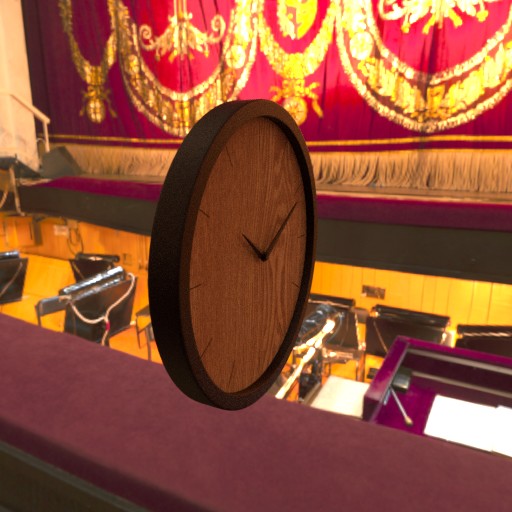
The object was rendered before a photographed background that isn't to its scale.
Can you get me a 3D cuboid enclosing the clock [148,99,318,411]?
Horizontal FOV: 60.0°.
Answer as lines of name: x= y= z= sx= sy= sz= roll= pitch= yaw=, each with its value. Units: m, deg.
clock: x=0.000 y=0.000 z=0.470 sx=0.029 sy=0.314 sz=0.314 roll=7 pitch=15 yaw=26
